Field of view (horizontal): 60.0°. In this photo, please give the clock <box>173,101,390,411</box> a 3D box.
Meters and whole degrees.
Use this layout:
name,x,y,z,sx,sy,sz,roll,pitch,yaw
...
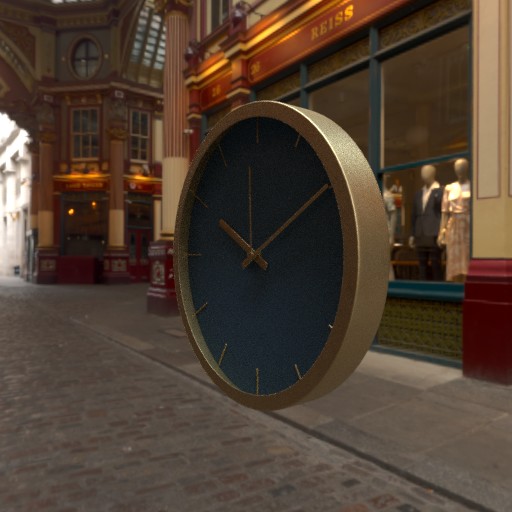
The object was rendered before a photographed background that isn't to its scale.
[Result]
name,x,y,z,sx,sy,sz,roll,pitch,yaw
clock,0.000,0.000,0.476,0.040,0.314,0.314,0,1,-37
